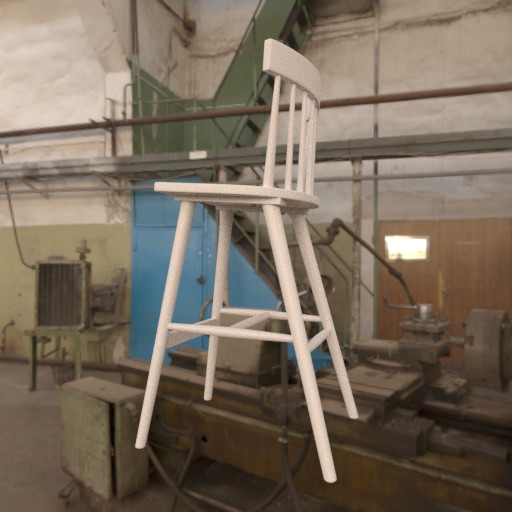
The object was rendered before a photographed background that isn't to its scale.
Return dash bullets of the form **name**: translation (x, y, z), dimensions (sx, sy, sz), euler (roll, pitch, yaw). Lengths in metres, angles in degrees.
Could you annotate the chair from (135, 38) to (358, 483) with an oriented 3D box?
- **chair**: translation (0.000, 0.000, 1.372), dimensions (0.572, 1.092, 0.483), euler (0, 0, 20)
